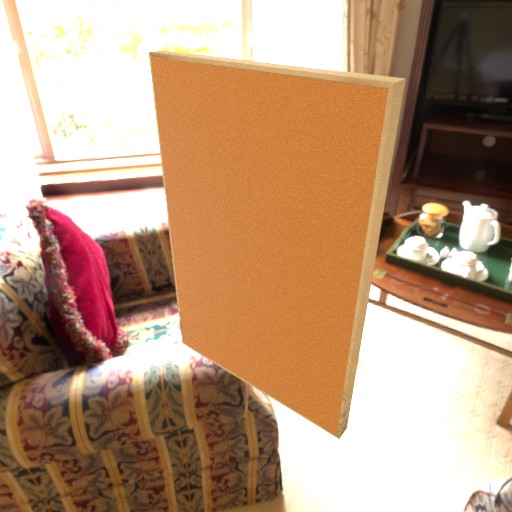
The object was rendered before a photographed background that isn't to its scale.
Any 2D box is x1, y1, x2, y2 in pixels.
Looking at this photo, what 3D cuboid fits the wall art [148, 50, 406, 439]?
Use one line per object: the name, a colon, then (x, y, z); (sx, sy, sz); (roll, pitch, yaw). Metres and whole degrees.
wall art: (0.000, 0.000, 0.947); (0.508, 0.764, 0.038); (22, 38, 32)
